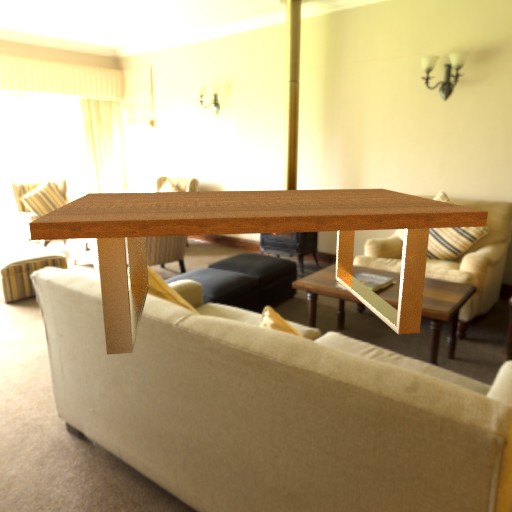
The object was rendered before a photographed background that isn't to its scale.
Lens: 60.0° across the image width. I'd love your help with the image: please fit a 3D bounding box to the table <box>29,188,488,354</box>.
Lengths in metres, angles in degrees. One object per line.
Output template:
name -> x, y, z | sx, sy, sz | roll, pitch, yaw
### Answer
table -> 0.000, 0.000, 1.768 | 1.400, 0.440, 0.800 | -2, 14, -9
